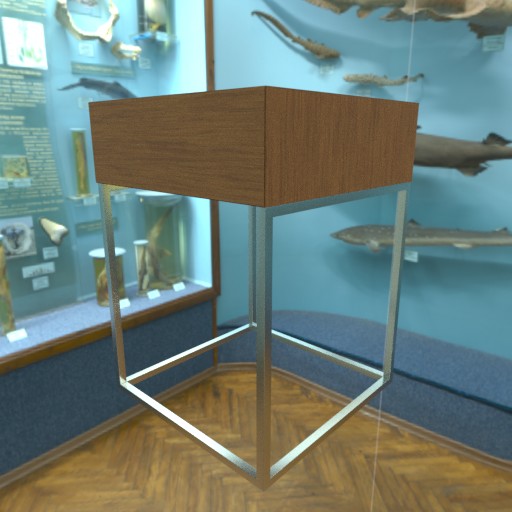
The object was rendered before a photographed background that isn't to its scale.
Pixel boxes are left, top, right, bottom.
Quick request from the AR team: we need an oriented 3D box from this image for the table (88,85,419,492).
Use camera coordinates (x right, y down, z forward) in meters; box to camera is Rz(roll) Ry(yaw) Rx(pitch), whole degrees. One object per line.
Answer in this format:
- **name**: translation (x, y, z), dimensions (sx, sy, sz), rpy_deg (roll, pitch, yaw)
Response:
- **table**: translation (0.000, 0.000, 0.824), dimensions (0.397, 0.540, 0.398), rpy_deg (14, 21, 41)
